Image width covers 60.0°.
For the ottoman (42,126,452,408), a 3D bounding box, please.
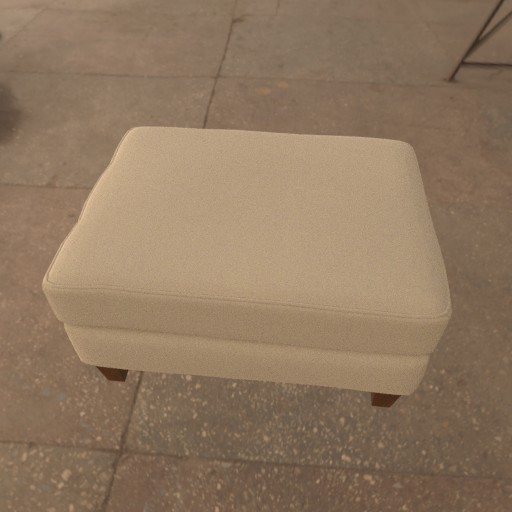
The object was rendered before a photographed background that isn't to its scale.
[{"bbox_3d":[0.000,0.000,1.181,0.818,0.485,0.634,4,47,4],"label":"ottoman"}]
